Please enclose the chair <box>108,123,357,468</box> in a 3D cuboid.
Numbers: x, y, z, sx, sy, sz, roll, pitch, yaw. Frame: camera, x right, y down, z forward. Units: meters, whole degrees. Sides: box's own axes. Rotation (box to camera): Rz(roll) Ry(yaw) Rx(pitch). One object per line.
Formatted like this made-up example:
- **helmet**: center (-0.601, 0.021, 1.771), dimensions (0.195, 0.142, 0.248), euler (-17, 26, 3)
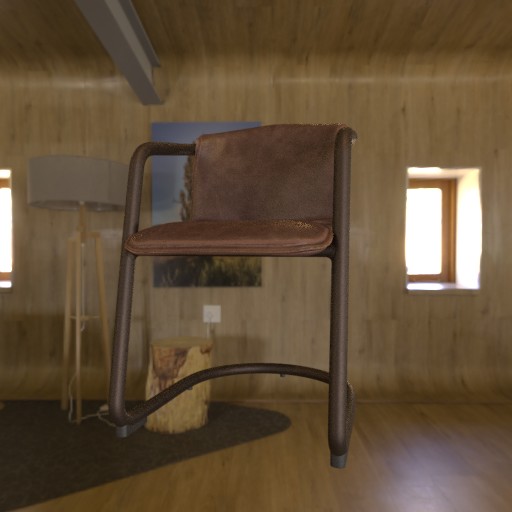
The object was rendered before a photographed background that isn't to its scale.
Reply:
- **chair**: center (0.000, 0.000, 1.205), dimensions (0.536, 0.836, 0.664), euler (0, 1, 17)
